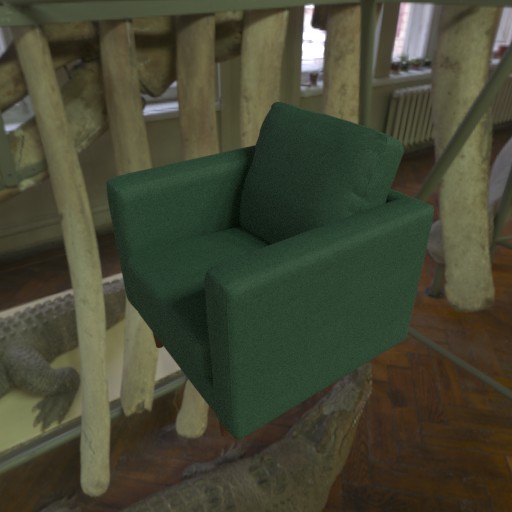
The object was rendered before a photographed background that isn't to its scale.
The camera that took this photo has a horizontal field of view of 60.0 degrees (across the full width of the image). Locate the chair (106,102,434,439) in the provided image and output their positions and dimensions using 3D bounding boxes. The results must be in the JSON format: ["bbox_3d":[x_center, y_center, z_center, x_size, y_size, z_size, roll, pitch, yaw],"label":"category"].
[{"bbox_3d":[0.000,0.000,1.595,0.800,0.927,0.855,-20,37,-29],"label":"chair"}]
